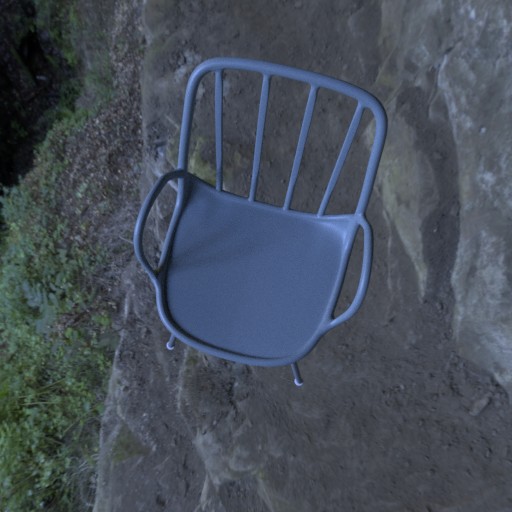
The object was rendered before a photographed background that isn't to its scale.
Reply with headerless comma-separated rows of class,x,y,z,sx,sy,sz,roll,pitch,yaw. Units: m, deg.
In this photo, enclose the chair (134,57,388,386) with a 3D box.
chair,0.000,0.000,1.207,0.549,0.816,0.597,15,76,4
